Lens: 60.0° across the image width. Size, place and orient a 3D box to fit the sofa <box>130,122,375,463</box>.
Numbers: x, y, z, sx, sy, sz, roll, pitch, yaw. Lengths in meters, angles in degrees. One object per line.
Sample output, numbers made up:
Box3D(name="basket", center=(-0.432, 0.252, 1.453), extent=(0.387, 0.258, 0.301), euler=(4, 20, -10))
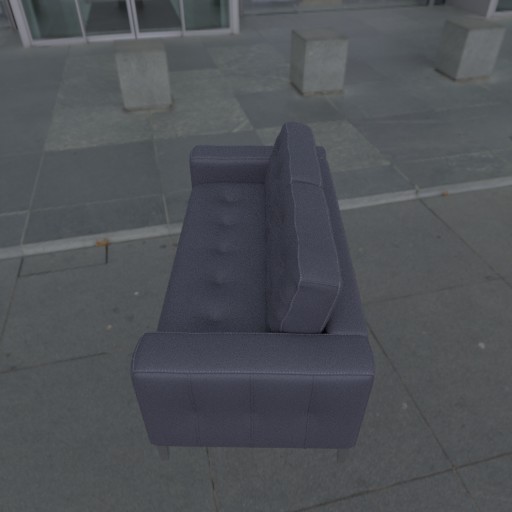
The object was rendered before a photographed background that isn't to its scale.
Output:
Box3D(name="sofa", center=(0.000, 0.000, 2.216), extent=(0.833, 0.893, 1.726), euler=(1, 39, 1))
